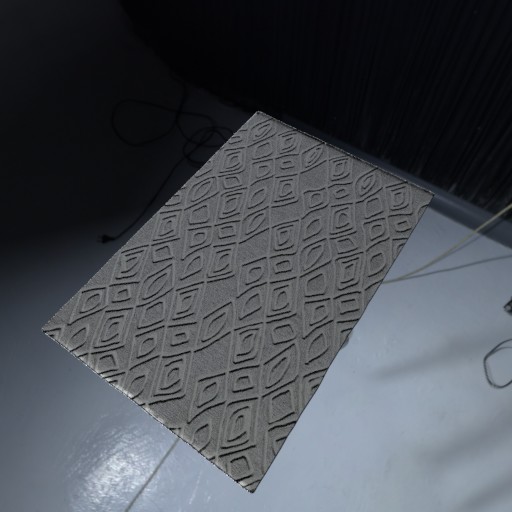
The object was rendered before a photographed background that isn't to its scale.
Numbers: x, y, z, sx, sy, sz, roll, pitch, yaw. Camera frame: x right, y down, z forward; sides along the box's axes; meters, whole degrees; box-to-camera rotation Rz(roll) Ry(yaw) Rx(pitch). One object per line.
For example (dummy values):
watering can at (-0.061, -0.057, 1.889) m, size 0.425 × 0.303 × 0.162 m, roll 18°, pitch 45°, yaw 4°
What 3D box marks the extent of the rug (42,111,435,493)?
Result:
rug at (0.000, 0.000, 2.310) m, size 1.224 × 0.016 × 1.832 m, roll 30°, pitch 63°, yaw 17°
